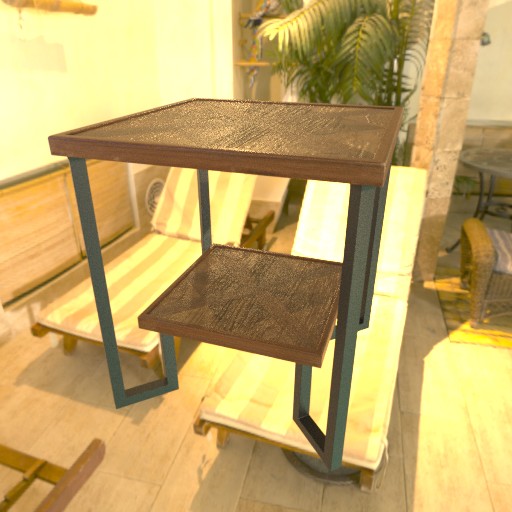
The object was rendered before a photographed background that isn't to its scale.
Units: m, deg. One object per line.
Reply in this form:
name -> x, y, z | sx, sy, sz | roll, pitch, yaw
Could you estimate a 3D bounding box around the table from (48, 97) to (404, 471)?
table -> 0.000, 0.000, 0.941 | 0.503, 0.563, 0.503 | 9, 28, 17
